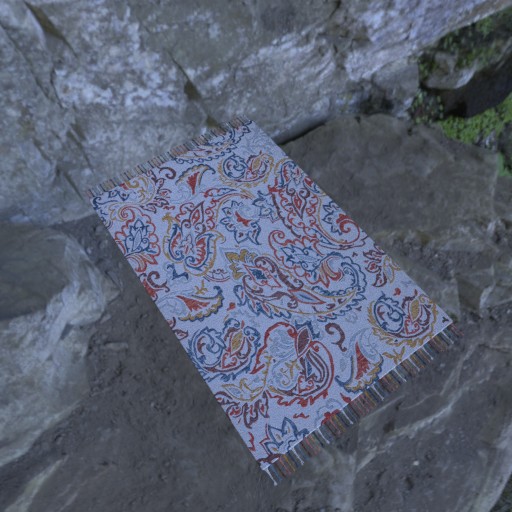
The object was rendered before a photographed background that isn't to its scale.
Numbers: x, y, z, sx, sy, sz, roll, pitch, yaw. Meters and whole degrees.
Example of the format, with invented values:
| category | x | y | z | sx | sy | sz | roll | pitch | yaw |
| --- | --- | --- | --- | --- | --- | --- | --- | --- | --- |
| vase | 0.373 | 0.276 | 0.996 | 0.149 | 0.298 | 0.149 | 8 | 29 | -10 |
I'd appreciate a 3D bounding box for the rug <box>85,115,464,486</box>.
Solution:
| category | x | y | z | sx | sy | sz | roll | pitch | yaw |
| --- | --- | --- | --- | --- | --- | --- | --- | --- | --- |
| rug | 0.000 | 0.000 | 2.506 | 1.218 | 0.010 | 1.997 | -31 | 64 | -17 |
